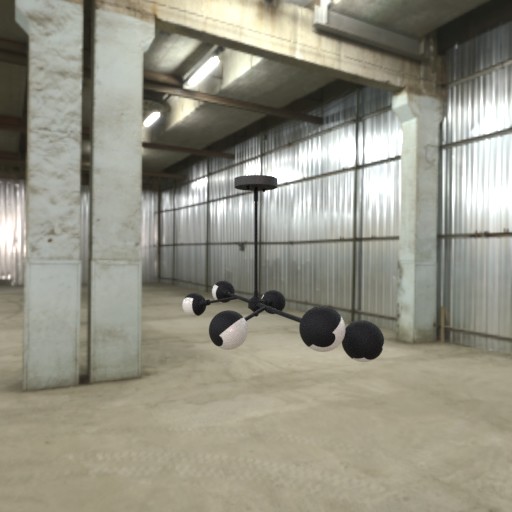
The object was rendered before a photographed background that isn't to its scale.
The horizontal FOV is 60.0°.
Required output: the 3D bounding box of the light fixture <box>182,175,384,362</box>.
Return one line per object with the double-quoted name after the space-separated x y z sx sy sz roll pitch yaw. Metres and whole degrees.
0.000 0.000 1.040 0.434 0.362 0.778 0 0 0 "light fixture"
